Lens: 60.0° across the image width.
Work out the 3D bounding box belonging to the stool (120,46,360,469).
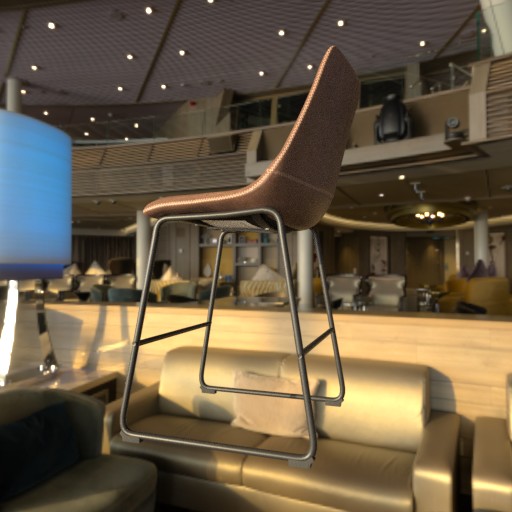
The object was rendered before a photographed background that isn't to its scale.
[{"bbox_3d":[0.000,0.000,1.190,0.550,0.890,0.460,0,-1,19],"label":"stool"}]
